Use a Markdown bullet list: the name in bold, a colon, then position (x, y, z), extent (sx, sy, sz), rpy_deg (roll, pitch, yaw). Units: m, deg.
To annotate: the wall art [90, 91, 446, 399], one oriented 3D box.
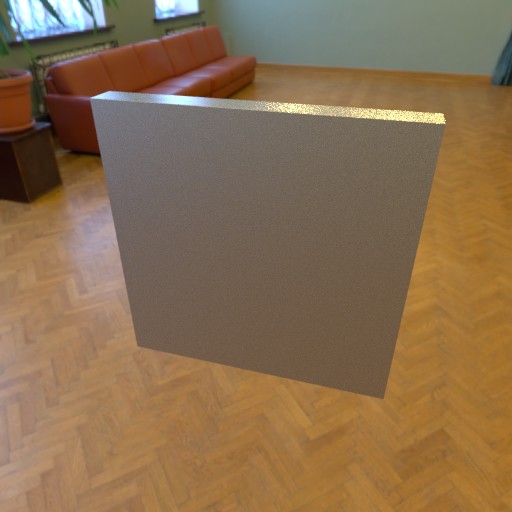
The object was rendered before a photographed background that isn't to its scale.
- **wall art**: position (0.000, 0.000, 0.529), extent (0.350, 0.350, 0.038), rpy_deg (9, 33, 13)
